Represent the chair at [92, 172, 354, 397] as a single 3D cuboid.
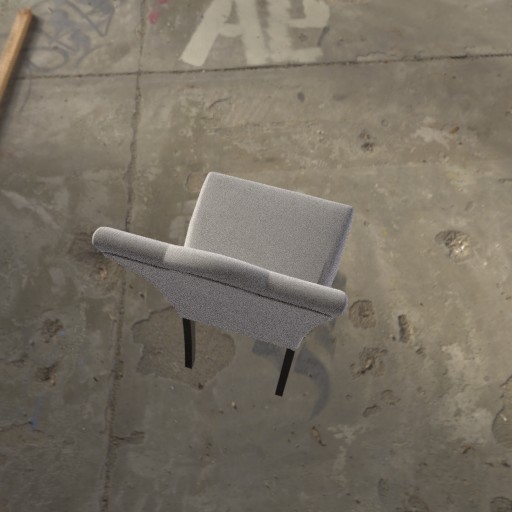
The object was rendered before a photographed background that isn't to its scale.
[{"bbox_3d":[0.000,0.000,1.322,0.518,0.946,0.589,15,65,7],"label":"chair"}]
